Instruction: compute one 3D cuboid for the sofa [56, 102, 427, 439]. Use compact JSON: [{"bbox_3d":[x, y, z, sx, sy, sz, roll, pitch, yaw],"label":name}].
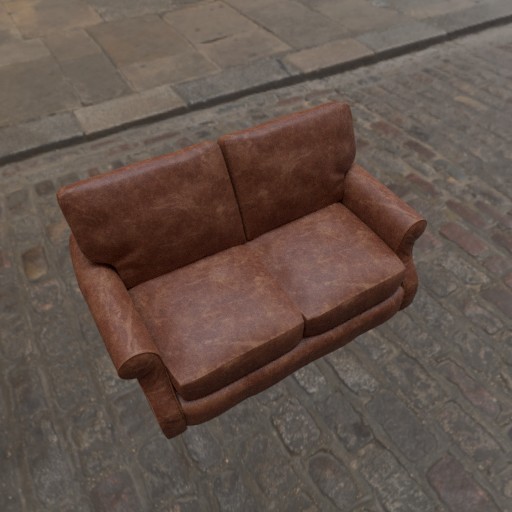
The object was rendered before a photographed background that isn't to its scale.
[{"bbox_3d":[0.000,0.000,2.200,1.616,0.967,0.990,-24,51,-20],"label":"sofa"}]
